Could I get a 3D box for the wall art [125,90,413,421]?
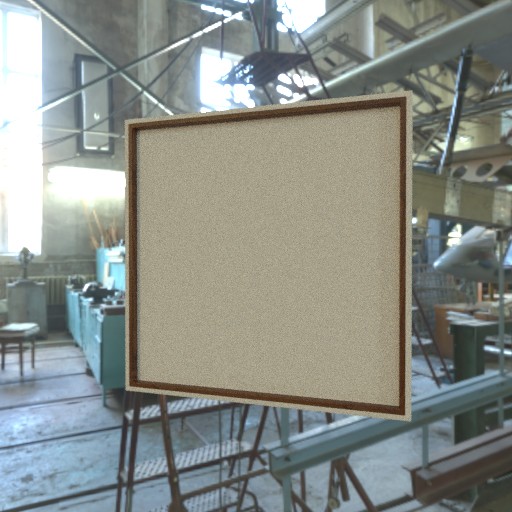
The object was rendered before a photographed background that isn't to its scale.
[{"bbox_3d":[0.000,0.000,1.142,0.757,0.757,0.037,0,1,18],"label":"wall art"}]
